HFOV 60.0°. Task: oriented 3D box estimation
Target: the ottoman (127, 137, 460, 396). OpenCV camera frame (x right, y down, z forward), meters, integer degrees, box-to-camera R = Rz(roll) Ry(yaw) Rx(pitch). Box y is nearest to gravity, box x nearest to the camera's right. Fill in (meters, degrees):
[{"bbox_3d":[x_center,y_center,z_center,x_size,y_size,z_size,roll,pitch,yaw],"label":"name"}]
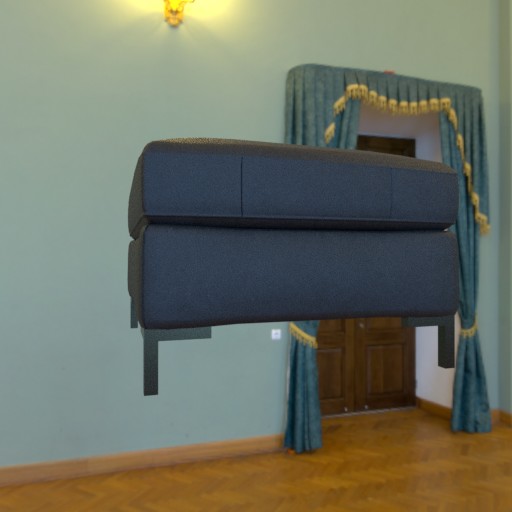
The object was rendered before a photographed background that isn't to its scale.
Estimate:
[{"bbox_3d":[0.000,0.000,1.774,0.967,0.696,1.187,0,0,-17],"label":"ottoman"}]
